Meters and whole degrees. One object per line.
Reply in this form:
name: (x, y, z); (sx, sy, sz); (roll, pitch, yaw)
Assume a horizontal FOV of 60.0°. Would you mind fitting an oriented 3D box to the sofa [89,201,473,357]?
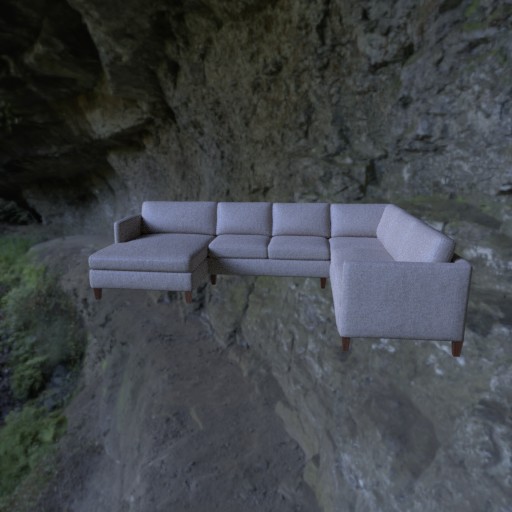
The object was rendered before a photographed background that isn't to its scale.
sofa: (0.000, 0.000, 4.553); (3.403, 0.889, 2.551); (2, 13, 7)
